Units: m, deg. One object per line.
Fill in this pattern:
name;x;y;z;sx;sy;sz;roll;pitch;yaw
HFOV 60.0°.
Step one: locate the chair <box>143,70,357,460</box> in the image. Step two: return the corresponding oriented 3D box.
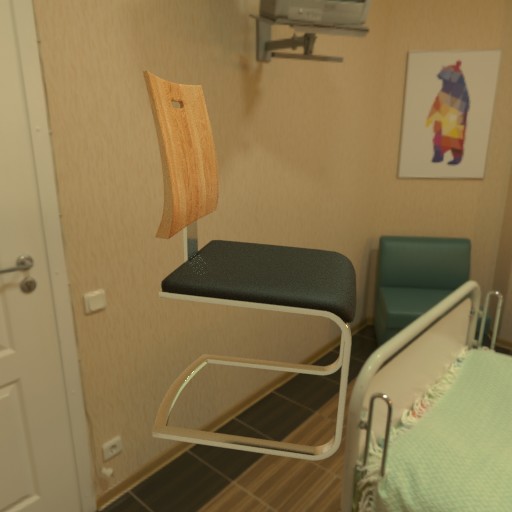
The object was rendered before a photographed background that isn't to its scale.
chair;0.000;0.000;1.245;0.560;0.936;0.462;3;17;11
